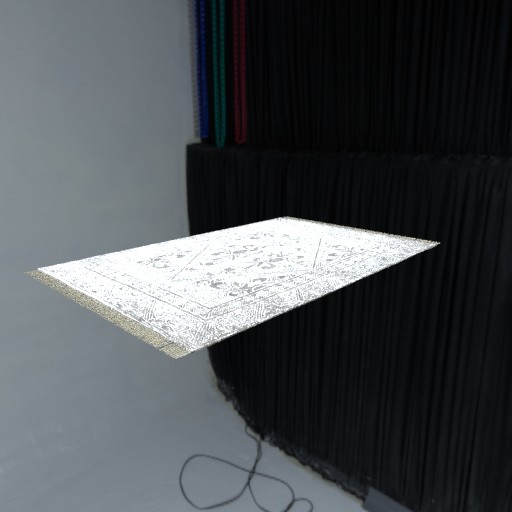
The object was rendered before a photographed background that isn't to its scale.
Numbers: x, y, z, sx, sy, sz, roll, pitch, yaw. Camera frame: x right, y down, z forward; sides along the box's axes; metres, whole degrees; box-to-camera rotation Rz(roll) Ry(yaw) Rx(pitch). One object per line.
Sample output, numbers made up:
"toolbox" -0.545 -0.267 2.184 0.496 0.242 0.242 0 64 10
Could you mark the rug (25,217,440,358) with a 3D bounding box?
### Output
"rug" 0.000 0.000 2.998 1.529 0.010 2.440 15 22 42
